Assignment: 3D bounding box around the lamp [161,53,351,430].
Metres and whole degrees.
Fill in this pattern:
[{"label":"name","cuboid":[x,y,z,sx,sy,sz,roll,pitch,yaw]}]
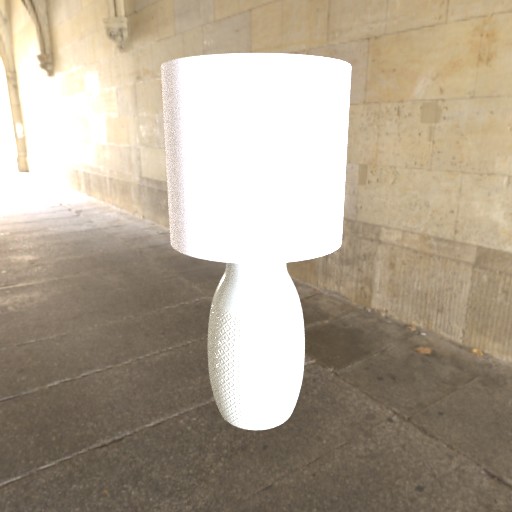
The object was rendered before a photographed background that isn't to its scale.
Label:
[{"label":"lamp","cuboid":[0.000,0.000,0.577,0.217,0.453,0.217,3,16,10]}]
